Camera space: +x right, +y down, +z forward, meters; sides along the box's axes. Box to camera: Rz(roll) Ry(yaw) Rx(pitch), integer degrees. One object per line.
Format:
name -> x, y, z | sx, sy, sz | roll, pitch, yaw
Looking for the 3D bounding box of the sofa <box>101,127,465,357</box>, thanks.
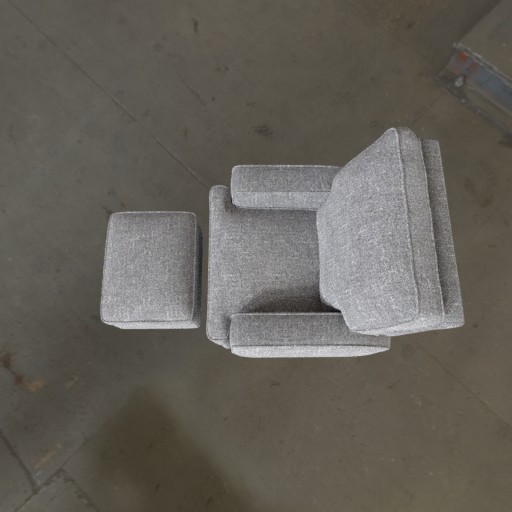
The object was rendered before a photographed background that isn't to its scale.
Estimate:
sofa -> 0.000, 0.000, 2.007 | 1.472, 0.959, 0.861 | -1, 73, 0
